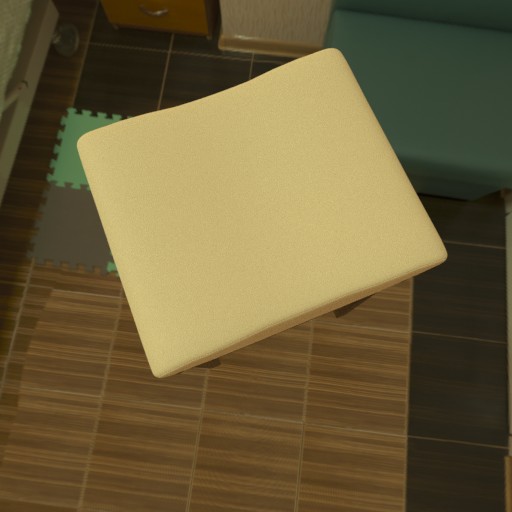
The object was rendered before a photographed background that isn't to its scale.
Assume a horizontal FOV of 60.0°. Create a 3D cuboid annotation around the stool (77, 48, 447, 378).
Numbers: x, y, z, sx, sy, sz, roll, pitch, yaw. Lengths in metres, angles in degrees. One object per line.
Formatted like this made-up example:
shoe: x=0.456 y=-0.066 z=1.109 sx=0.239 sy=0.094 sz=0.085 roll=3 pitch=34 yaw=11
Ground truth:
stool: x=0.000 y=0.000 z=1.031 sx=0.471 sy=0.762 sz=0.401 roll=-21 pitch=76 yaw=-5
